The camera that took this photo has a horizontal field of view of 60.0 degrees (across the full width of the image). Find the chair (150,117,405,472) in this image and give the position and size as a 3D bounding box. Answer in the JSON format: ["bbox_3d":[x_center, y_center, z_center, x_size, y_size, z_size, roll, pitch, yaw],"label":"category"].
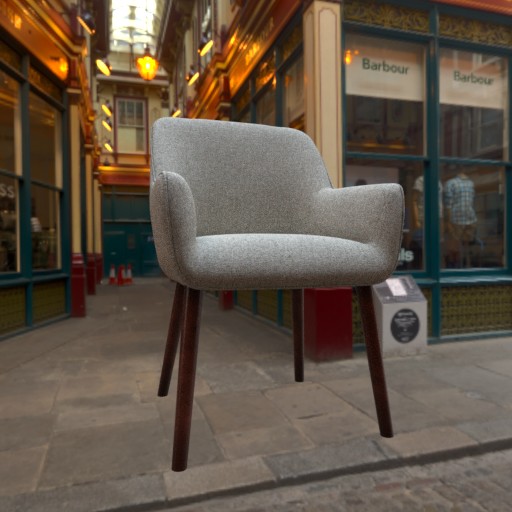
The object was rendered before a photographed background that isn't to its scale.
[{"bbox_3d":[0.000,0.000,1.137,0.543,0.803,0.519,0,1,-19],"label":"chair"}]
